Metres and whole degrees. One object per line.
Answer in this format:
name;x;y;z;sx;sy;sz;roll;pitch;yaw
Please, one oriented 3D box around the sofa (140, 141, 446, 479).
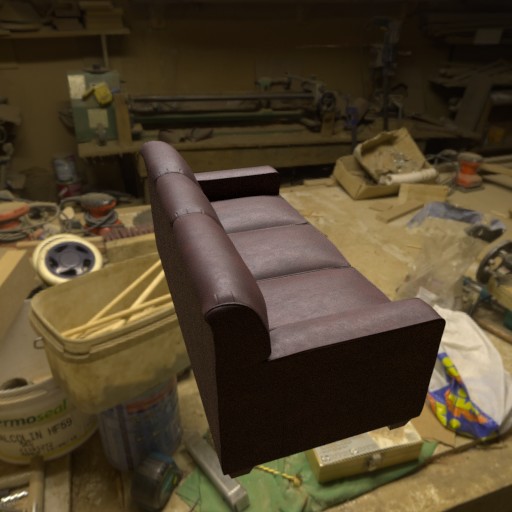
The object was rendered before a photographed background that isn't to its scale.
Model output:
sofa;0.000;0.000;2.530;1.008;0.953;2.039;-9;31;-16
